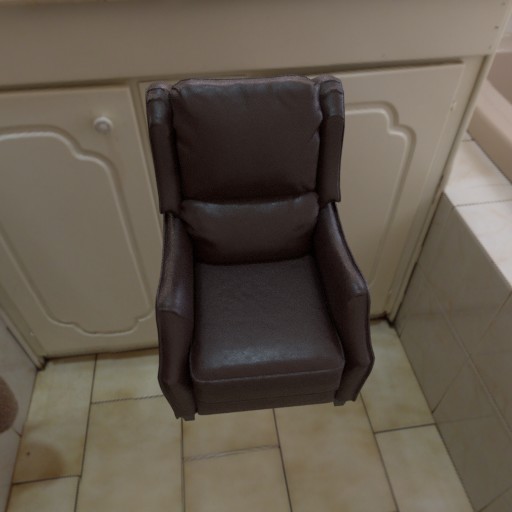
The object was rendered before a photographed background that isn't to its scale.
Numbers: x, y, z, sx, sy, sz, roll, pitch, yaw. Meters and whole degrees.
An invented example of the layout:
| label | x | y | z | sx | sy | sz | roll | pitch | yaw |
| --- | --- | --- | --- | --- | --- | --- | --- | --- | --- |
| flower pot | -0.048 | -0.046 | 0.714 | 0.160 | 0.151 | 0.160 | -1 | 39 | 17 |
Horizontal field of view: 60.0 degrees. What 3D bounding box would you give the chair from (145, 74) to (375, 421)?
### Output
| label | x | y | z | sx | sy | sz | roll | pitch | yaw |
| --- | --- | --- | --- | --- | --- | --- | --- | --- | --- |
| chair | 0.000 | 0.000 | 1.747 | 0.770 | 1.132 | 0.982 | -4 | 46 | -4 |
